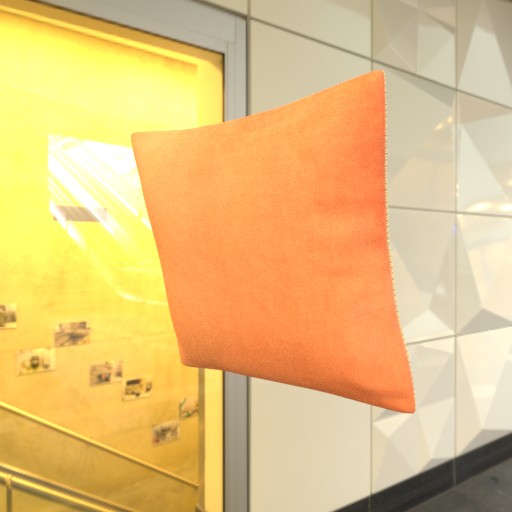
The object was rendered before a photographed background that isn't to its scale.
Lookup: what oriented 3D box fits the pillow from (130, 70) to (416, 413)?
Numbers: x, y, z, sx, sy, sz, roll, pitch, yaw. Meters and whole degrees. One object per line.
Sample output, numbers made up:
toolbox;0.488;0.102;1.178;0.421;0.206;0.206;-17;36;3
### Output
pillow;0.000;0.000;0.643;0.424;0.401;0.177;0;1;37
